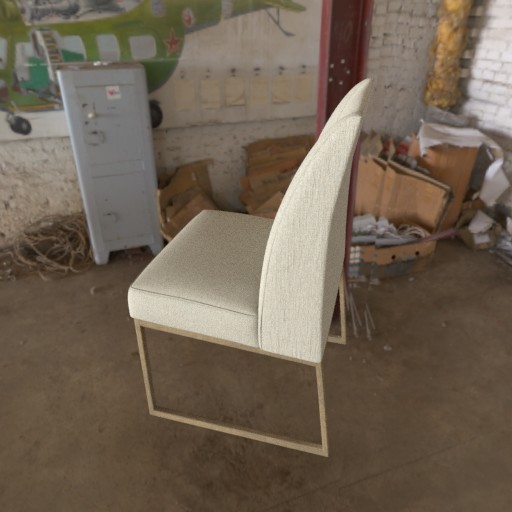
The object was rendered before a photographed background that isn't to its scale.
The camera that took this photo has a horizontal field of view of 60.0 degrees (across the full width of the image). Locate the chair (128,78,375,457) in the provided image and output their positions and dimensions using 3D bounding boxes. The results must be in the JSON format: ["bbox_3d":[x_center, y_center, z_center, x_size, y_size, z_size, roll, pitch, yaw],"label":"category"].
[{"bbox_3d":[0.000,0.000,1.198,0.522,0.863,0.508,8,30,14],"label":"chair"}]
